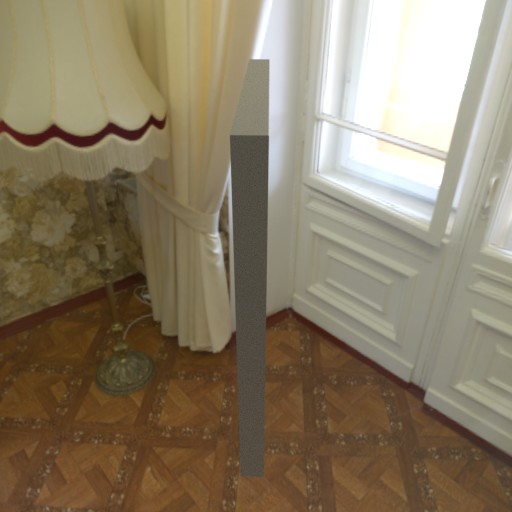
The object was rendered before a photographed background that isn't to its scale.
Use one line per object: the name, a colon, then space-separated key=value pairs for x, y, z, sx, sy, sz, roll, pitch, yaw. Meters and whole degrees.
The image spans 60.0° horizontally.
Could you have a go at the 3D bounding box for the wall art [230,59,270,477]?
wall art: x=0.000 y=0.000 z=0.757 sx=0.037 sy=0.554 sz=0.453 roll=1 pitch=32 yaw=1
